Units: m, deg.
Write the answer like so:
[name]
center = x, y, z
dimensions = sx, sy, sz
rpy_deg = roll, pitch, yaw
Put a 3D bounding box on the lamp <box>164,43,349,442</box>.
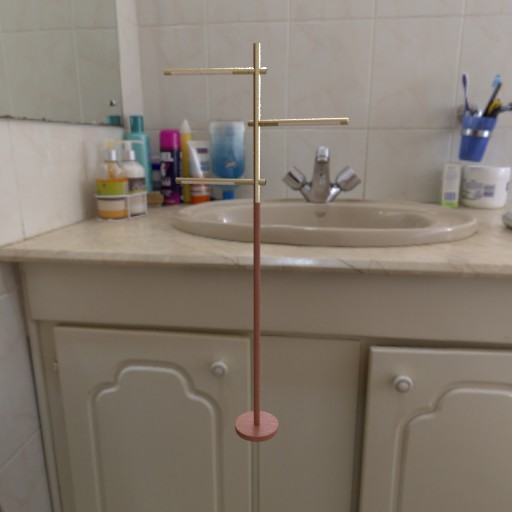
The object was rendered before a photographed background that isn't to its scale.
[lamp]
center = 0.000, 0.000, 1.931
dimensions = 0.737, 1.704, 0.209
rpy_deg = 2, 14, 9
